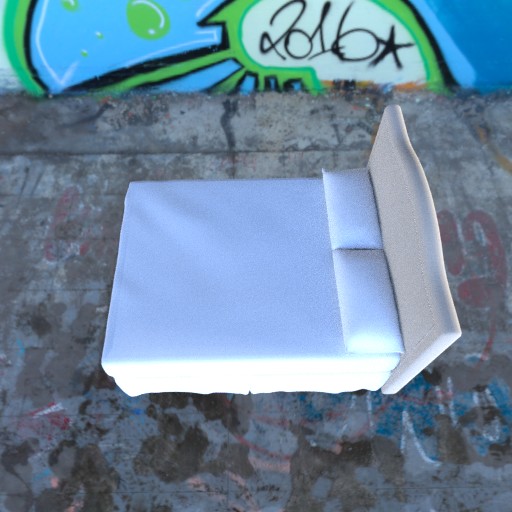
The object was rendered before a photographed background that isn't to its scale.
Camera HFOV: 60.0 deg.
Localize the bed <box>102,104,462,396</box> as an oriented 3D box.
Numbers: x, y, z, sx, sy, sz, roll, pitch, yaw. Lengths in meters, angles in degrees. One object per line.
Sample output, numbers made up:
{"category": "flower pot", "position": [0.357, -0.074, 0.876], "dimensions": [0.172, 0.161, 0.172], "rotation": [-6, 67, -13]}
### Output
{"category": "bed", "position": [0.000, 0.000, 3.136], "dimensions": [2.052, 1.398, 1.678], "rotation": [-1, 60, -1]}
